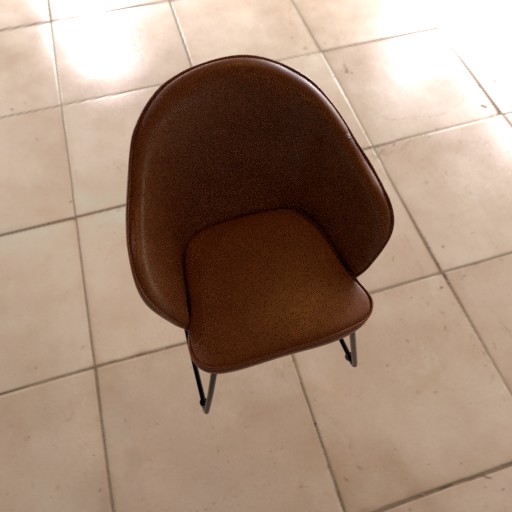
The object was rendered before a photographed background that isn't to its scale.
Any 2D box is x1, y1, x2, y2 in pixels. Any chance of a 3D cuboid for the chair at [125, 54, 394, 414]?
[{"bbox_3d":[0.000,0.000,1.174,0.582,0.785,0.580,-16,63,-8],"label":"chair"}]
